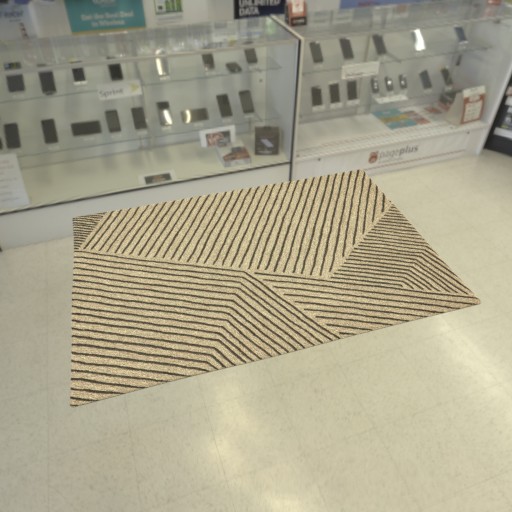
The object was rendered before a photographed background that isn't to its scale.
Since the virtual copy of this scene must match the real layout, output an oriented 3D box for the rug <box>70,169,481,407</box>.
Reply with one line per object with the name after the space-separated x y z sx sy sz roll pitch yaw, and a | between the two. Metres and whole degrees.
0.000 0.000 2.311 1.842 0.019 1.237 -11 44 -12 | rug
